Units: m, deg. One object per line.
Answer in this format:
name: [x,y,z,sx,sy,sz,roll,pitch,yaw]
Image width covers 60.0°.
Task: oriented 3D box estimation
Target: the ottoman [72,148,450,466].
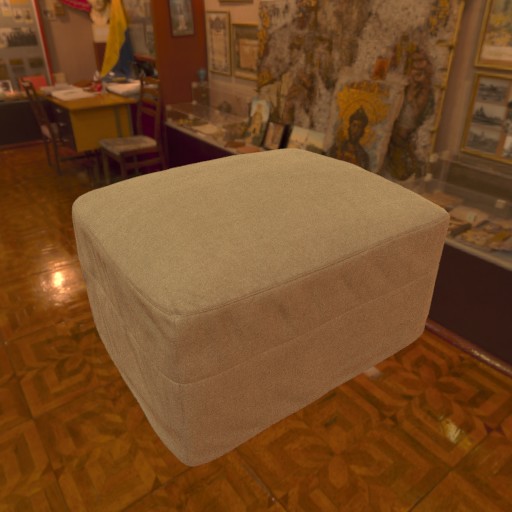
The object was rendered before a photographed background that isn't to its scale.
ottoman: [0.000,0.000,1.242,0.837,0.481,0.683,-19,35,-30]
